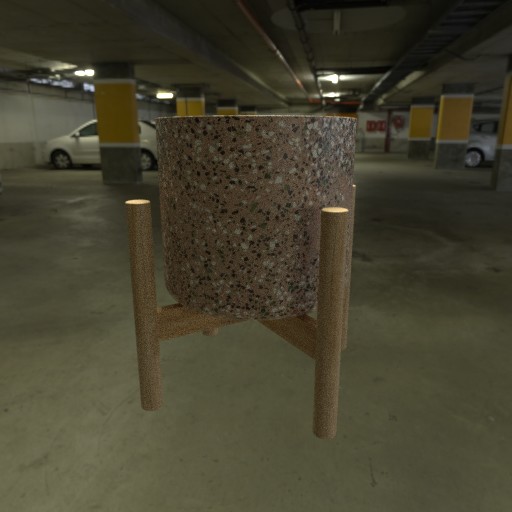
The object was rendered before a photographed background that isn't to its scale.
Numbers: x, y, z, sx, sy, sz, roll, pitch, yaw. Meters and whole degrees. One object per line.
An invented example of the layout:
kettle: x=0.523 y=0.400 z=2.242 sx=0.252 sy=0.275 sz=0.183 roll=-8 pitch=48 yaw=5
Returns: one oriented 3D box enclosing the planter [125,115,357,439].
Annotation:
planter: x=0.000 y=0.000 z=0.543 sx=0.284 sy=0.320 sz=0.284 roll=-2 pitch=16 yaw=-8
